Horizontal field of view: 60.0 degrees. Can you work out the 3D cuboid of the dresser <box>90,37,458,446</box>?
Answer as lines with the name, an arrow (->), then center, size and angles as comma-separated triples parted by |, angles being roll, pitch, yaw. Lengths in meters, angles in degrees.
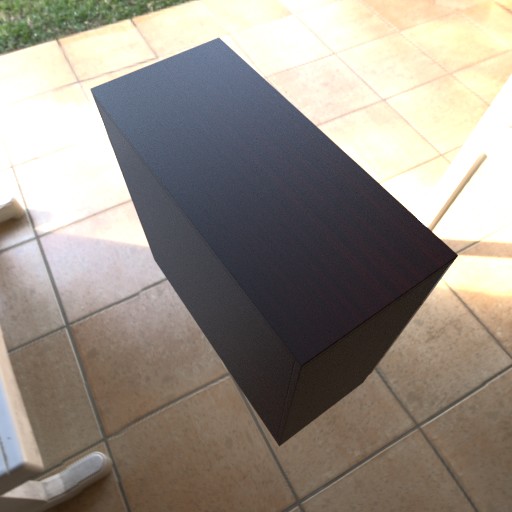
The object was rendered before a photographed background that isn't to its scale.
dresser -> 0.000, 0.000, 1.162 | 0.360, 0.720, 0.750 | -31, 63, -17
